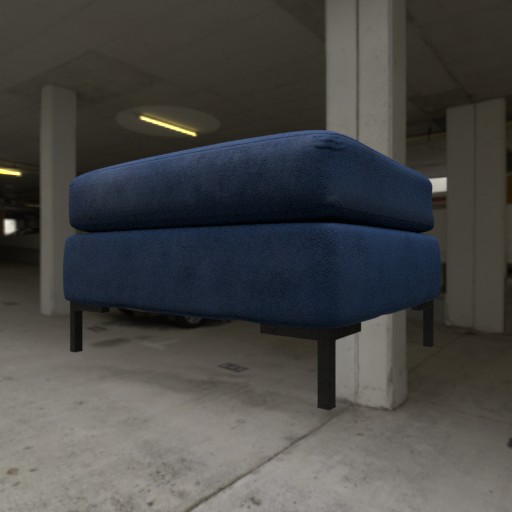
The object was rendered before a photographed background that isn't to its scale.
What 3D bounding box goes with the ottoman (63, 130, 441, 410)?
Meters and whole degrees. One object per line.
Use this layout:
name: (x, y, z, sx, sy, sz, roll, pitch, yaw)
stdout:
ottoman: (0.000, 0.000, 1.163, 0.794, 0.485, 0.655, 0, 0, 36)
